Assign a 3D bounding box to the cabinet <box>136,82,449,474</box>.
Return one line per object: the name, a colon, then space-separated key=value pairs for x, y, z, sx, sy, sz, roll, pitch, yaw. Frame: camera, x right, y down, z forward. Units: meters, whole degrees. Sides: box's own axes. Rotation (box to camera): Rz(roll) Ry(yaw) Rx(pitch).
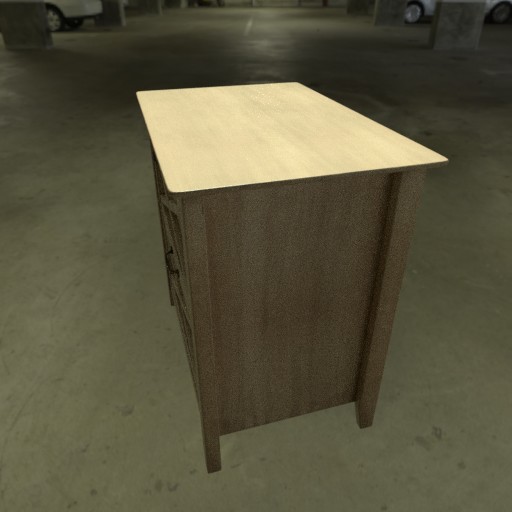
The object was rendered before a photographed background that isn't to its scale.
cabinet: x=0.000 y=0.000 z=1.239 sx=0.503 sy=0.762 sz=0.763 roll=-9 pitch=33 yaw=-14
